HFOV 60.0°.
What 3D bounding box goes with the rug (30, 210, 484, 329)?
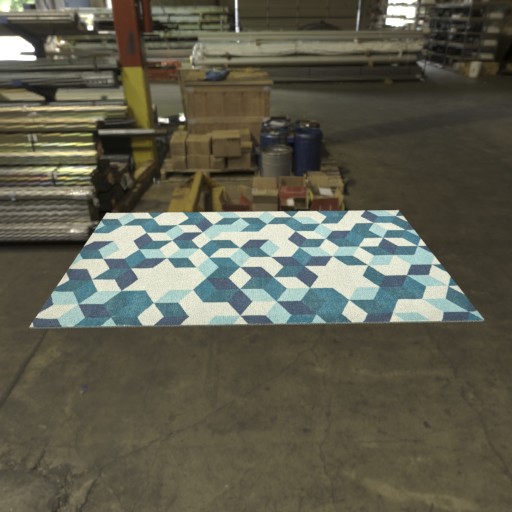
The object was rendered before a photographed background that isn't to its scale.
[{"bbox_3d":[0.000,0.000,3.036,2.438,0.015,1.518,-1,29,-1],"label":"rug"}]
